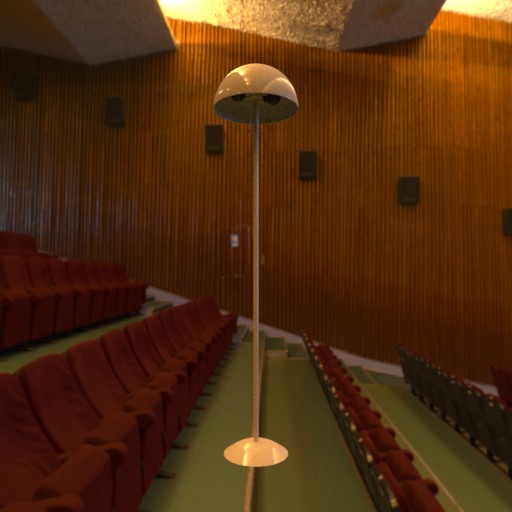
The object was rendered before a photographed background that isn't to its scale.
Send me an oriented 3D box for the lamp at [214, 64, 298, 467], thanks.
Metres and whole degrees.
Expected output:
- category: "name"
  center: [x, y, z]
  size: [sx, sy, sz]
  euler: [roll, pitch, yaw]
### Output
- category: "lamp"
  center: [0.000, 0.000, 1.694]
  size: [0.328, 1.480, 0.328]
  euler: [0, -2, 1]
